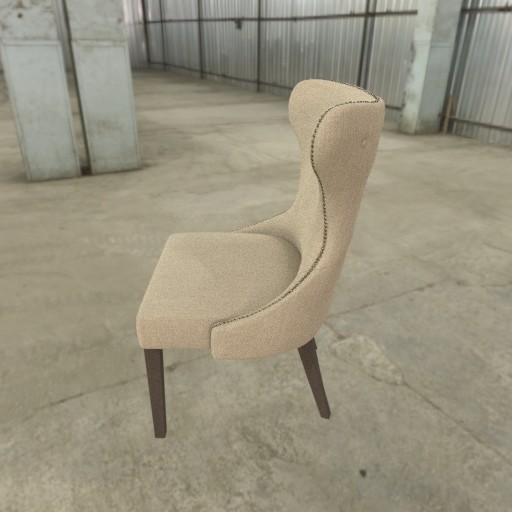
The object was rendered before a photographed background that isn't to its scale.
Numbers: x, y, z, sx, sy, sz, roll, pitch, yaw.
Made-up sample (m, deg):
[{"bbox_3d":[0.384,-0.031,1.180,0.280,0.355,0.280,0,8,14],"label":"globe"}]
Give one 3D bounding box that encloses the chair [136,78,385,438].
[{"bbox_3d":[0.000,0.000,1.352,0.635,0.967,0.628,0,26,0],"label":"chair"}]
